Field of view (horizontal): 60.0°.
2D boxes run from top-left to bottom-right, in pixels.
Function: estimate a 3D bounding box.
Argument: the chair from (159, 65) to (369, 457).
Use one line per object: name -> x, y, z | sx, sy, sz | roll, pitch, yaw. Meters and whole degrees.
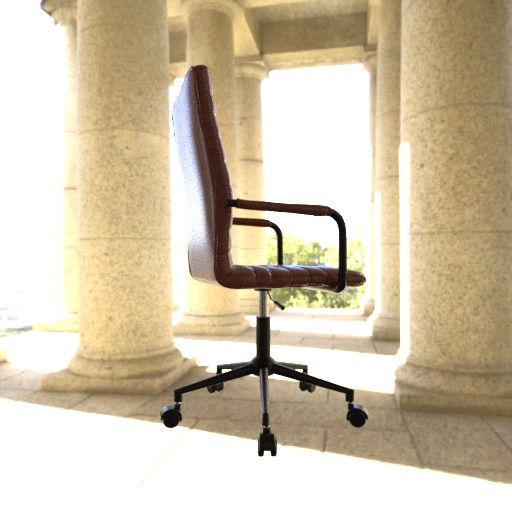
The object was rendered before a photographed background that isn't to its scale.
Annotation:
chair -> 0.000, 0.000, 1.360 | 0.580, 0.979, 0.608 | 0, 0, -18
